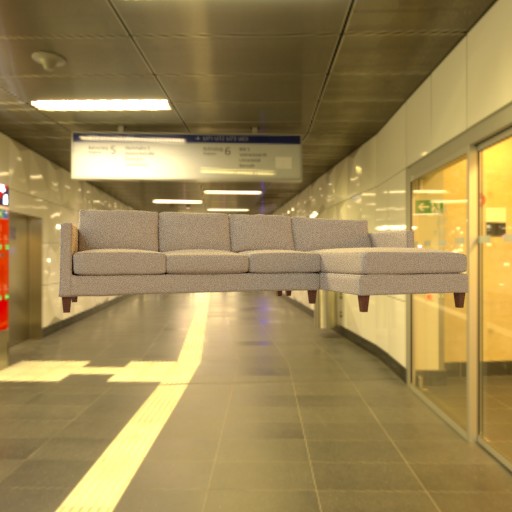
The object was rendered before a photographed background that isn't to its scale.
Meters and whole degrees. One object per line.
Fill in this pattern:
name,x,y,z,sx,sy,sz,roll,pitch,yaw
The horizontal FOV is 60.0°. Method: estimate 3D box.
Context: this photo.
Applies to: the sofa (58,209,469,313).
sofa,0.000,0.000,3.916,3.186,0.861,1.625,0,0,-18
